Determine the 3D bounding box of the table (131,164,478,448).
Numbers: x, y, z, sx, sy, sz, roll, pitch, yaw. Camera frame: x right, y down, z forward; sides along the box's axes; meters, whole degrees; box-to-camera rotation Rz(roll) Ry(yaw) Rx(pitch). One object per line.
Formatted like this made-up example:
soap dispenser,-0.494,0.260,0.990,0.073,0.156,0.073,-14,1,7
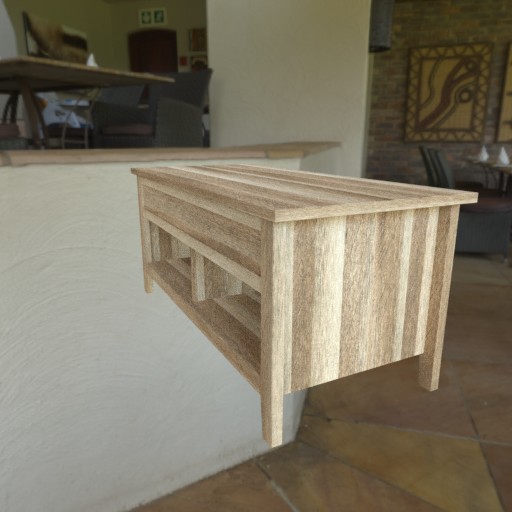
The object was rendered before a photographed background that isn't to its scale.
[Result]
table,0.000,0.000,1.359,0.493,0.480,1.095,-8,17,-26
